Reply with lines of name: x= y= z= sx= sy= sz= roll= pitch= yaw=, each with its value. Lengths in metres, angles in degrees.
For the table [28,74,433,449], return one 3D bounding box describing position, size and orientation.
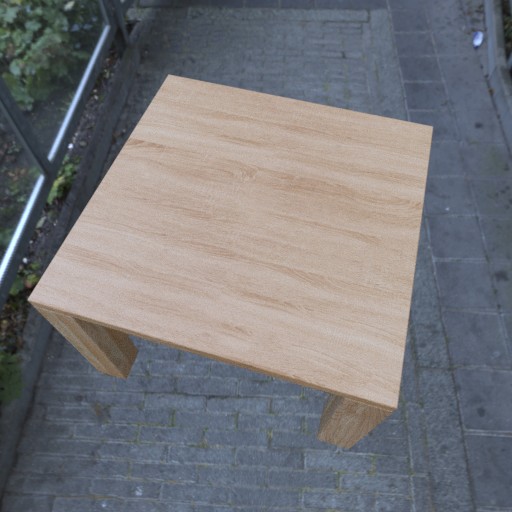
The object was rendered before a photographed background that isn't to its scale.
table: x=0.000 y=0.000 z=1.156 sx=0.700 sy=0.450 sz=0.700 roll=14 pitch=60 yaw=9
